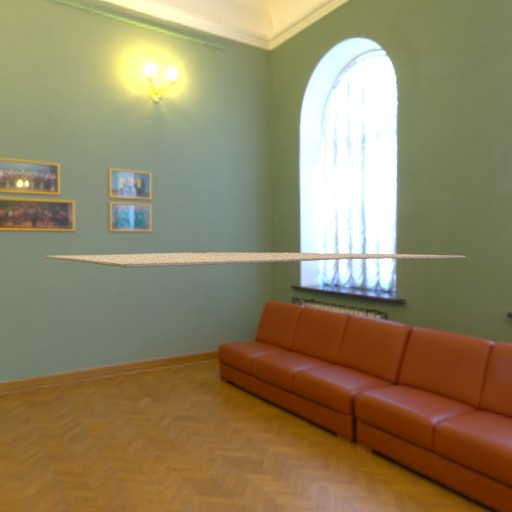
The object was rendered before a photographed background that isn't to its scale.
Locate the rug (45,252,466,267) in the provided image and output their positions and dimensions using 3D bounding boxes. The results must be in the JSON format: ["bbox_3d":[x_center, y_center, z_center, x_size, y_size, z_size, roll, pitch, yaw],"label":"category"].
[{"bbox_3d":[0.000,0.000,2.981,2.342,0.030,1.609,-1,2,-35],"label":"rug"}]
